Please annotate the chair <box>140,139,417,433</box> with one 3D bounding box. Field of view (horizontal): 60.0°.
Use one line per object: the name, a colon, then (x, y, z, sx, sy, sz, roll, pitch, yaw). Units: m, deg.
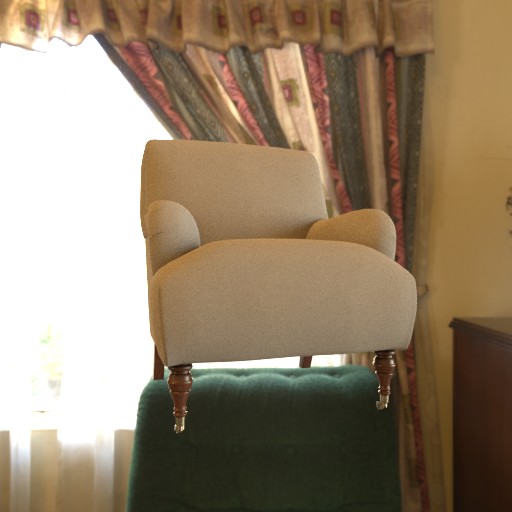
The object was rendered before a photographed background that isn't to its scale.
chair: (0.000, 0.000, 1.542, 0.766, 0.942, 0.842, 0, -1, -18)
